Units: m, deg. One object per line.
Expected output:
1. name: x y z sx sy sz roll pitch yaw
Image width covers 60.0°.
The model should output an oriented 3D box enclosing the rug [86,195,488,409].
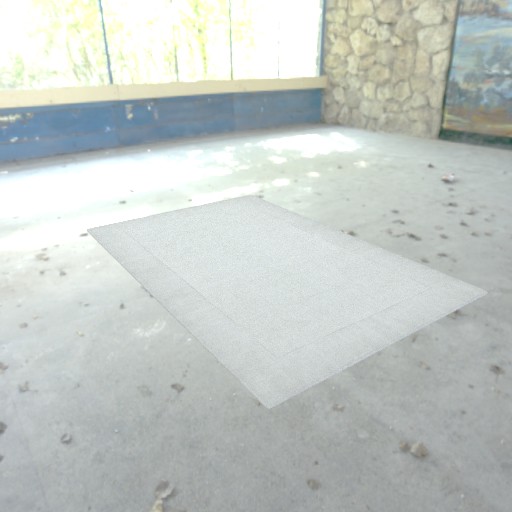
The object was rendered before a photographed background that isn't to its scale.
1. rug: 0.000 0.000 2.313 1.219 0.013 1.829 -16 29 -32
